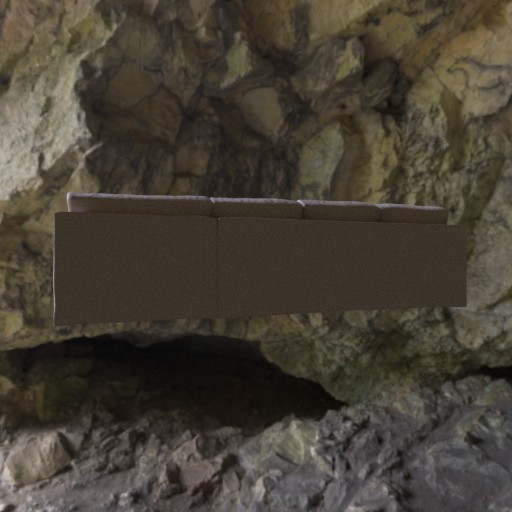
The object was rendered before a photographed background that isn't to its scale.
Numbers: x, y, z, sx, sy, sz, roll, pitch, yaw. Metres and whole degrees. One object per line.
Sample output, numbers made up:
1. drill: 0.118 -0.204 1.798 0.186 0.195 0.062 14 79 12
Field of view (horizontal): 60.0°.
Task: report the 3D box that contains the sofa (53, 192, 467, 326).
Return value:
1. sofa: 0.000 0.000 3.928 3.206 0.871 1.622 0 0 -20
